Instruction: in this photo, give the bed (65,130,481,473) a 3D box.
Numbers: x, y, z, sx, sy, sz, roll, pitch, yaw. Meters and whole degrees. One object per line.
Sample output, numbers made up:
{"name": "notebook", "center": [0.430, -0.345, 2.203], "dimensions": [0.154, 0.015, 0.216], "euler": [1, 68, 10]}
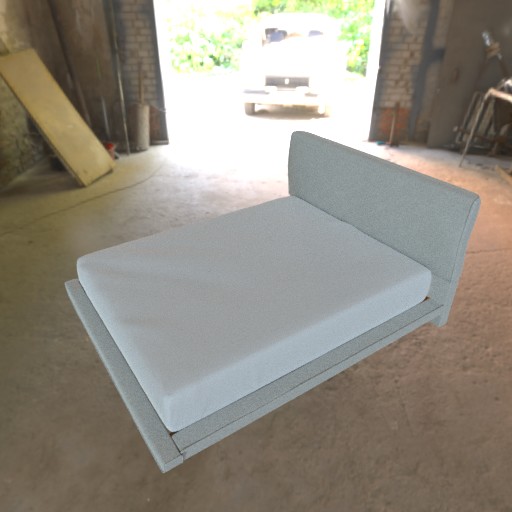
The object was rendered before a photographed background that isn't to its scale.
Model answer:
{"name": "bed", "center": [0.000, 0.000, 3.390], "dimensions": [2.498, 1.126, 1.980], "euler": [-20, 37, -29]}
